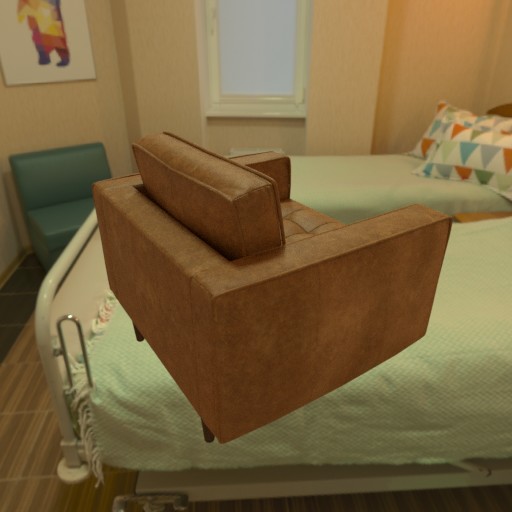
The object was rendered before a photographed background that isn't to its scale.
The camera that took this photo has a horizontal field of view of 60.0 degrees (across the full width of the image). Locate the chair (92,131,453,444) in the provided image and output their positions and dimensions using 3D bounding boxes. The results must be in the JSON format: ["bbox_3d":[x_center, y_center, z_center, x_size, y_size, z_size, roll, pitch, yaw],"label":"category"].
[{"bbox_3d":[0.000,0.000,1.491,0.798,0.767,0.928,-17,32,-29],"label":"chair"}]
